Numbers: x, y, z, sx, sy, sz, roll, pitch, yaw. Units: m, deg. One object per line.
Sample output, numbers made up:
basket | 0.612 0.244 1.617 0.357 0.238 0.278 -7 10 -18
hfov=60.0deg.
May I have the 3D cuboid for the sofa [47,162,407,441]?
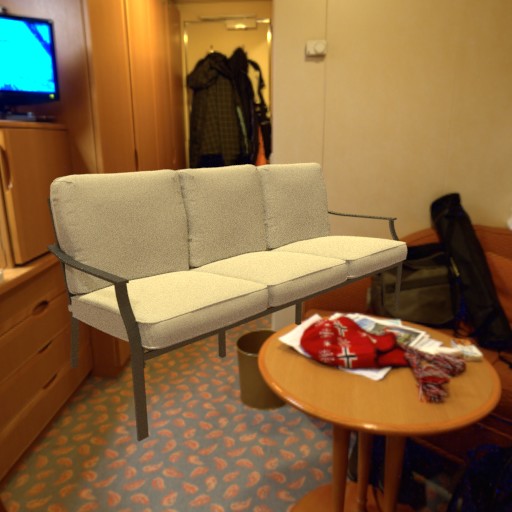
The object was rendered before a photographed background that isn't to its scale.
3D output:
sofa | 0.000 0.000 2.207 1.740 0.860 0.787 -14 20 -42
